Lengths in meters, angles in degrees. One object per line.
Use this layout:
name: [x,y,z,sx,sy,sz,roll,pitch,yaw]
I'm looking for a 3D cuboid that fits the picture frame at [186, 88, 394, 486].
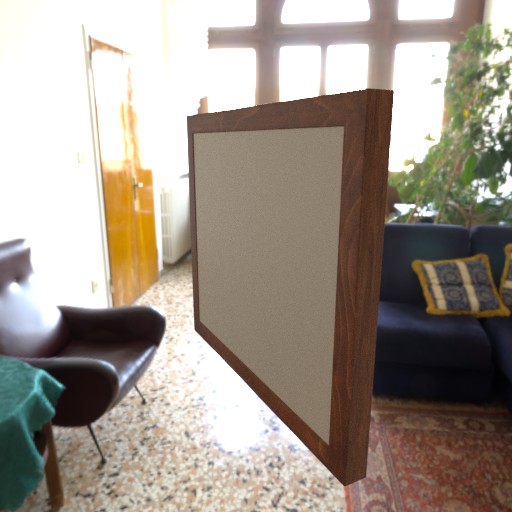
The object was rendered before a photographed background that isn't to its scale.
picture frame: [0.000,0.000,0.518,0.025,0.330,0.381,-7,16,-27]
